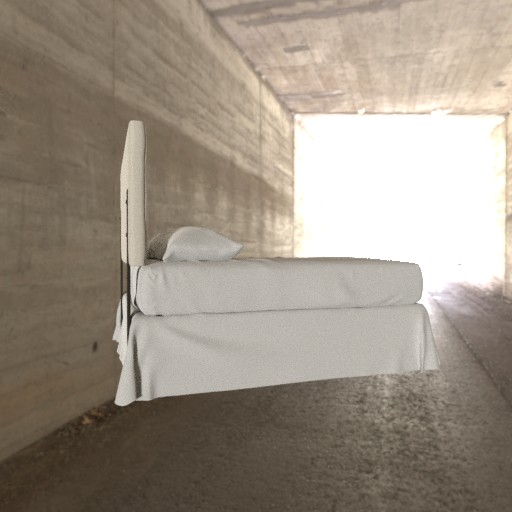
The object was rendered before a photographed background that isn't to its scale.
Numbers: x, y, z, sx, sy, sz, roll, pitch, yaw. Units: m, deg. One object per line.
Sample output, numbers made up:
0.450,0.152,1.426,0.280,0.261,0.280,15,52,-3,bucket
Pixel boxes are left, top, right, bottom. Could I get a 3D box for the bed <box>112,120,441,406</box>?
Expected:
0.000,0.000,3.602,2.222,1.577,1.936,0,1,-19,bed
